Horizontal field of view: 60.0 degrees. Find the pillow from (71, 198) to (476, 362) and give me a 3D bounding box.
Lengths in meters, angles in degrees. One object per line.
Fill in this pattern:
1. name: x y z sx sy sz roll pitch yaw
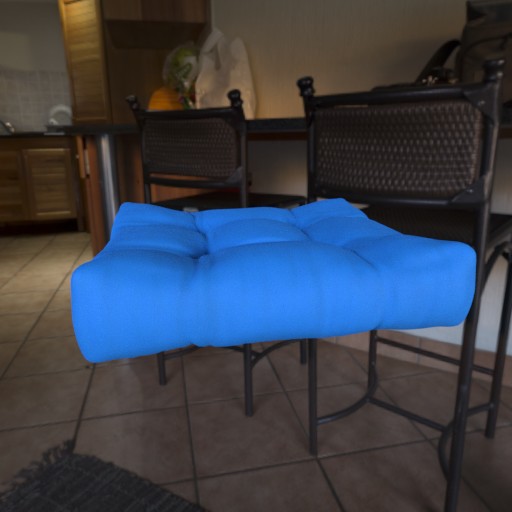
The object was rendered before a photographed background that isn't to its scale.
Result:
1. pillow: 0.000 0.000 0.724 0.490 0.128 0.468 -3 16 -10
